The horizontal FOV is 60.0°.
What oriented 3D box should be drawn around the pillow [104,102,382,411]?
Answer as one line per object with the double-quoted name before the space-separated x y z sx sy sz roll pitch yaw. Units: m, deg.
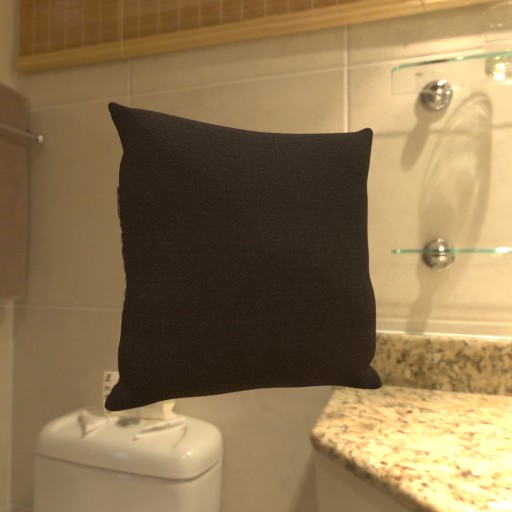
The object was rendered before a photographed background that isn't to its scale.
"pillow" 0.000 0.000 0.685 0.440 0.441 0.182 1 -2 -19
